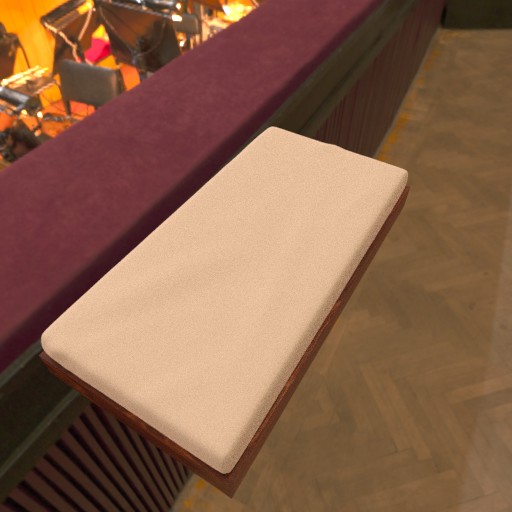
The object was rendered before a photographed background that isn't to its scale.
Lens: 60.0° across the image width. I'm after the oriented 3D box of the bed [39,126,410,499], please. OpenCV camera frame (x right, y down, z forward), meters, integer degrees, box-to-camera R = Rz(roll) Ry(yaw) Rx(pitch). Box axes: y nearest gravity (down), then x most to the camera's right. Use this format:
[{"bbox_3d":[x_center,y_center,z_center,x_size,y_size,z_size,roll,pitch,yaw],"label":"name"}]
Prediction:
[{"bbox_3d":[0.000,0.000,2.176,0.940,0.312,1.860,24,52,21],"label":"bed"}]
